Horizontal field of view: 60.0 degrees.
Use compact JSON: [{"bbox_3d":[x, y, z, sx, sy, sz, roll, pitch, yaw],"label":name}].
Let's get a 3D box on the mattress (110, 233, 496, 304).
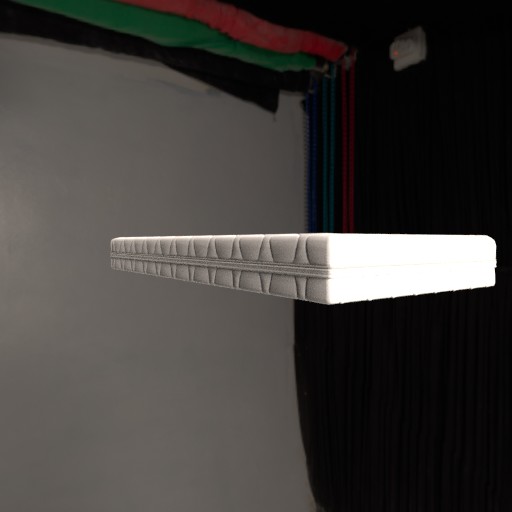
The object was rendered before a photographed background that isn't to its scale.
[{"bbox_3d":[0.000,0.000,2.287,0.900,0.200,2.000,-1,2,-35],"label":"mattress"}]
